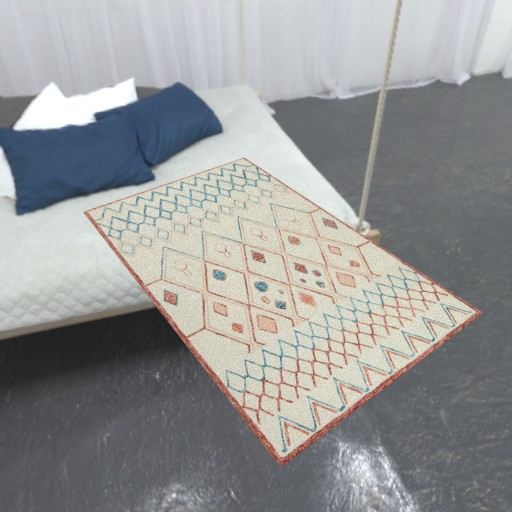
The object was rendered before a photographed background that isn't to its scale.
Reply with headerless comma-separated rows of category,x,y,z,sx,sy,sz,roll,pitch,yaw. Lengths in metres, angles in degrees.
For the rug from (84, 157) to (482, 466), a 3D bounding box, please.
rug,0.000,0.000,3.022,1.524,0.015,2.438,-25,46,-27
